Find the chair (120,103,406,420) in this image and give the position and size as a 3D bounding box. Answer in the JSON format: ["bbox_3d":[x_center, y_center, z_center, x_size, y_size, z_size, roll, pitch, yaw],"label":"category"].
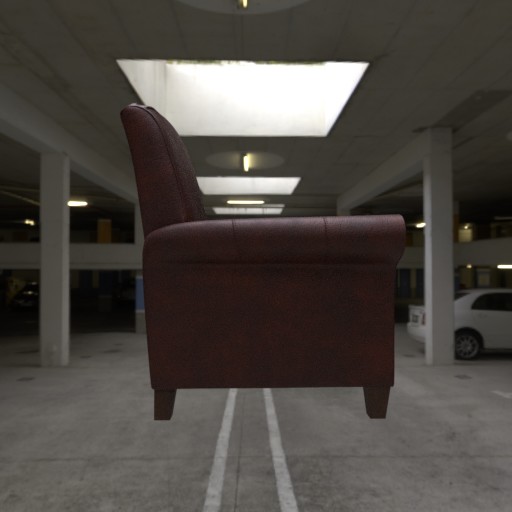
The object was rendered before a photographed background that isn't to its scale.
[{"bbox_3d":[0.000,0.000,1.781,0.902,1.061,0.978,0,-1,-1],"label":"chair"}]
